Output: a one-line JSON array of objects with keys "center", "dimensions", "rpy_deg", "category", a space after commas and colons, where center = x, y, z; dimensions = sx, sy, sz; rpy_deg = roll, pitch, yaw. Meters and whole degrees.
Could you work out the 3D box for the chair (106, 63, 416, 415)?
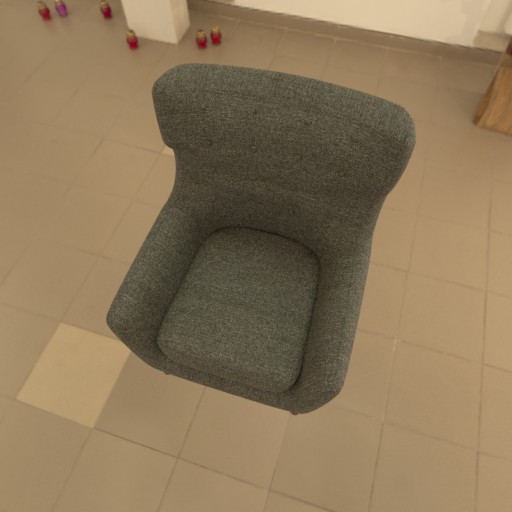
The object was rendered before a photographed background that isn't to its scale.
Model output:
[{"center": [0.000, 0.000, 1.719], "dimensions": [0.878, 1.063, 0.904], "rpy_deg": [15, 59, 9], "category": "chair"}]
